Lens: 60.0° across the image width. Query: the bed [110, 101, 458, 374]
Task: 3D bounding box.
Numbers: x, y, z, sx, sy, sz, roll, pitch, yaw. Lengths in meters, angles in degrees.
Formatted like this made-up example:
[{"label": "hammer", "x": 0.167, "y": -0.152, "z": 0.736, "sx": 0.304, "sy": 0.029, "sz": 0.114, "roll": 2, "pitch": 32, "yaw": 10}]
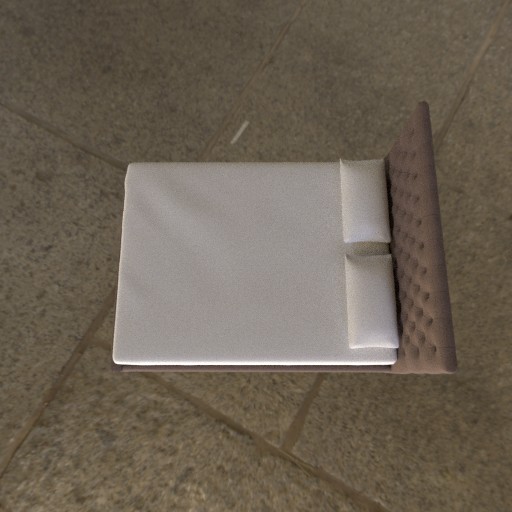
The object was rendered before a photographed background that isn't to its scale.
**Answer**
[{"label": "bed", "x": 0.000, "y": 0.000, "z": 3.293, "sx": 2.233, "sy": 1.426, "sz": 1.696, "roll": 0, "pitch": 76, "yaw": 0}]
